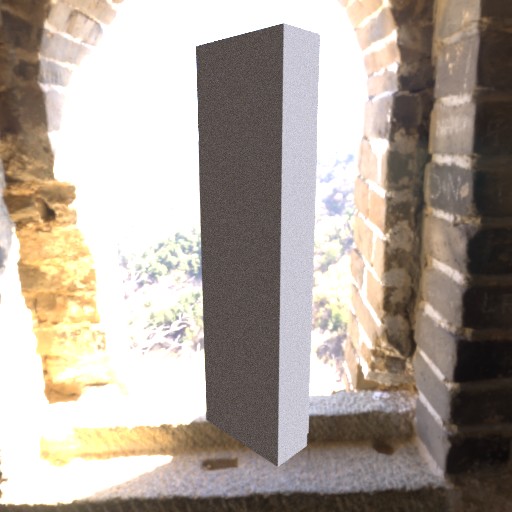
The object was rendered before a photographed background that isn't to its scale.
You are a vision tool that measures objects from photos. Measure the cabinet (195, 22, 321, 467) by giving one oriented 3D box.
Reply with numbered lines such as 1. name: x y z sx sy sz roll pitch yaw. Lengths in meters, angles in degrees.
1. cabinet: 0.000 0.000 1.997 0.500 1.790 0.230 13 19 43
